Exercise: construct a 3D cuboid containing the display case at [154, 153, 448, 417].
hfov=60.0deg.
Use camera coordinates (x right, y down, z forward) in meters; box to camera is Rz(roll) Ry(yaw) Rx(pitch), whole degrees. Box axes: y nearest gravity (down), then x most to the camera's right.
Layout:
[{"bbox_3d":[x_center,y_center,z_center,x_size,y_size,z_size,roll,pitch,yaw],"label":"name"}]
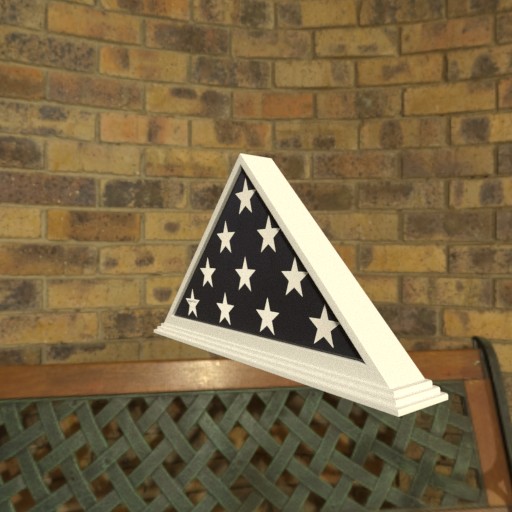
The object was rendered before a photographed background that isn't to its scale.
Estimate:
[{"bbox_3d":[0.000,0.000,0.754,0.095,0.340,0.640,0,0,-36],"label":"display case"}]
